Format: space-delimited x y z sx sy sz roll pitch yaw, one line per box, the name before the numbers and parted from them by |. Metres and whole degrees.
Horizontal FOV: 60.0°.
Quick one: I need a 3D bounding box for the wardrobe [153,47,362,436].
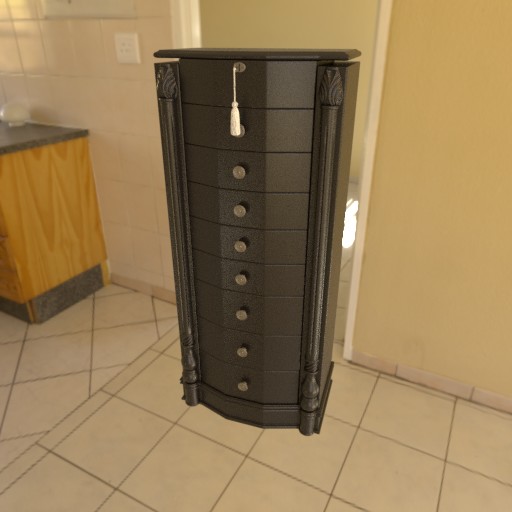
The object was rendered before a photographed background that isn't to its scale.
wardrobe | 0.000 0.000 1.198 0.444 1.011 0.295 8 28 16
